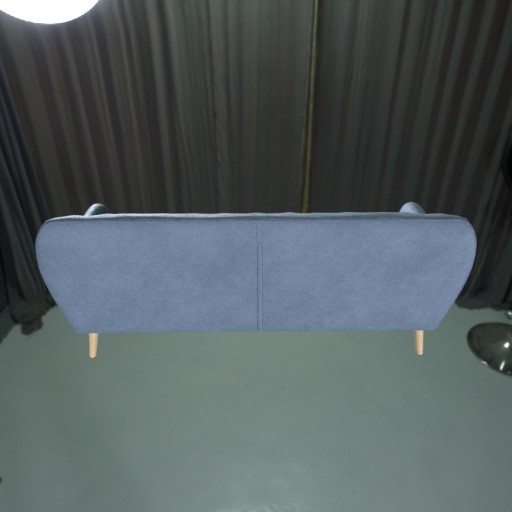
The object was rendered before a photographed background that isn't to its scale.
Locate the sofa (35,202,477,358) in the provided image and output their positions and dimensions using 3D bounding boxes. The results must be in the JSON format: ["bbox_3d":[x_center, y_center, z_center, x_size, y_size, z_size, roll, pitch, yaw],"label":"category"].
[{"bbox_3d":[0.000,0.000,2.424,1.975,0.832,0.841,0,31,-1],"label":"sofa"}]
